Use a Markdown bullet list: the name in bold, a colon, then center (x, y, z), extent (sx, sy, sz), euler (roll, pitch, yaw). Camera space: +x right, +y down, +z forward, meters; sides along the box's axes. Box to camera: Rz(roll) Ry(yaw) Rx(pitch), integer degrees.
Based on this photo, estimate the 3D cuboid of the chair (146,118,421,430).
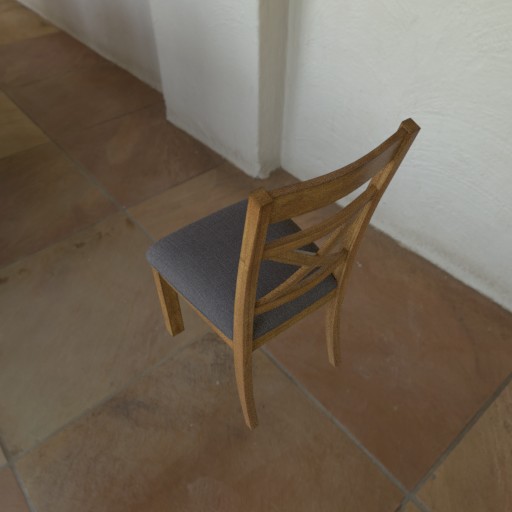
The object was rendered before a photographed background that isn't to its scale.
- **chair**: center (0.000, 0.000, 1.286), extent (0.470, 0.949, 0.581), euler (-29, 52, -25)
